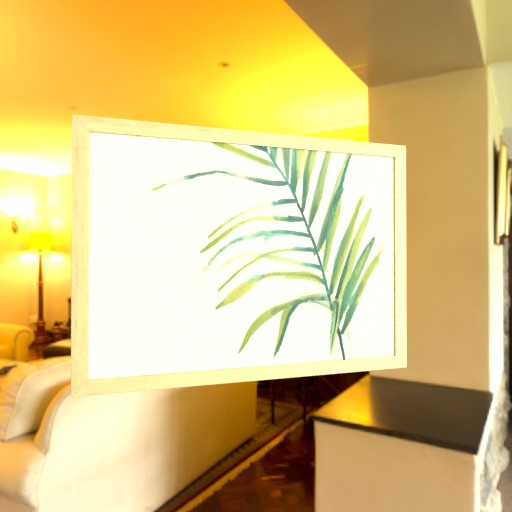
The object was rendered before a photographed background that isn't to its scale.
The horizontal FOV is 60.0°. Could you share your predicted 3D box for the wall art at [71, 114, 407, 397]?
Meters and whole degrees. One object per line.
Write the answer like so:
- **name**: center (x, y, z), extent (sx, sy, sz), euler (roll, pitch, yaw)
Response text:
- **wall art**: center (0.000, 0.000, 0.693), extent (0.532, 0.380, 0.032), euler (0, -1, -18)
